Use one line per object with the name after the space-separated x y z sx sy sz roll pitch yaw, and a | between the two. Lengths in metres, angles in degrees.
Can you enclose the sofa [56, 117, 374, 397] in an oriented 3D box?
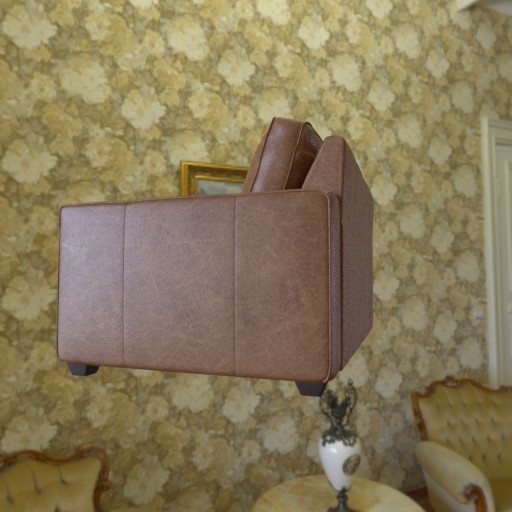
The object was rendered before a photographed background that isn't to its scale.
0.000 0.000 2.119 1.020 0.896 1.532 -1 -3 19 | sofa
